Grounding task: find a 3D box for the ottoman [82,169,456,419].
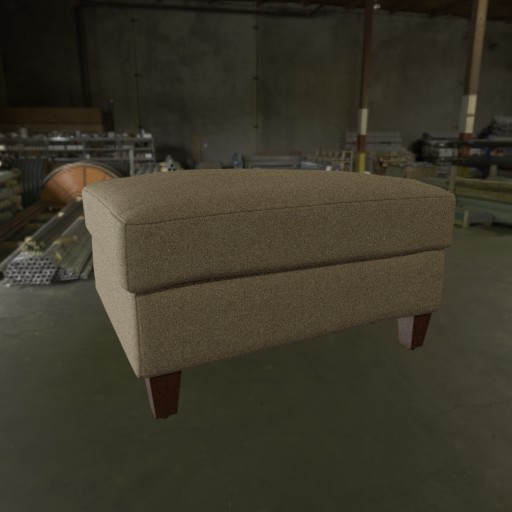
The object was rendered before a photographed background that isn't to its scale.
[{"bbox_3d":[0.000,0.000,1.316,0.889,0.511,0.692,-7,16,-26],"label":"ottoman"}]
